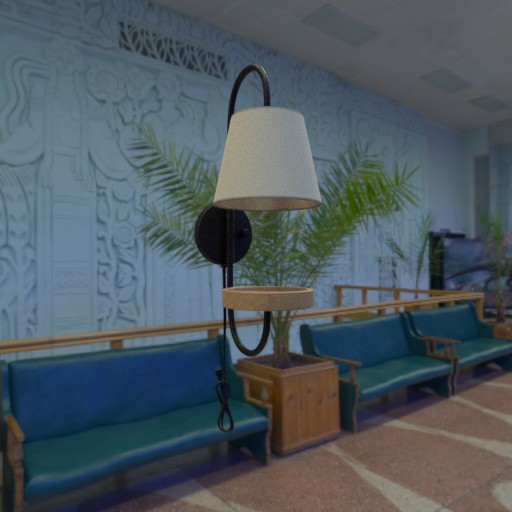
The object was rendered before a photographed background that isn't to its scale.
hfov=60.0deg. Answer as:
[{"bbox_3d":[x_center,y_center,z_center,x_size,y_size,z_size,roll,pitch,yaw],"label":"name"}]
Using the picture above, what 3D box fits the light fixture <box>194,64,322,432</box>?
[{"bbox_3d":[0.000,0.000,0.932,0.220,0.821,0.299,0,-1,-36],"label":"light fixture"}]
